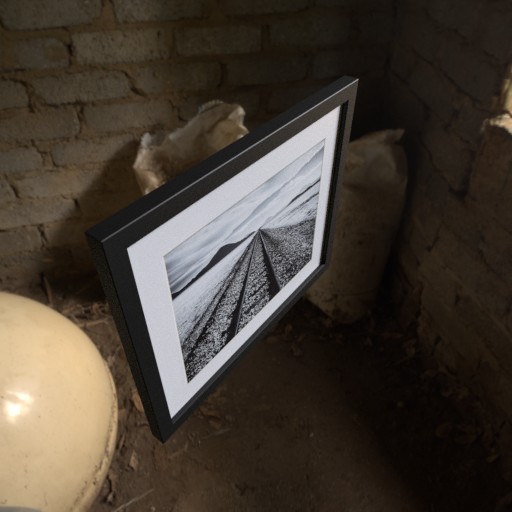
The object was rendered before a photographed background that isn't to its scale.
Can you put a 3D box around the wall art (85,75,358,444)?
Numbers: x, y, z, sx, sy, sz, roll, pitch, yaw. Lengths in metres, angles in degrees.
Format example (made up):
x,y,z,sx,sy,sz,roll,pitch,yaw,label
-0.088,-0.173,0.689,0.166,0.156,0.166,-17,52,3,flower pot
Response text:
x,y,z,sx,sy,sz,roll,pitch,yaw,label
0.000,0.000,0.778,0.029,0.458,0.559,27,49,27,wall art
